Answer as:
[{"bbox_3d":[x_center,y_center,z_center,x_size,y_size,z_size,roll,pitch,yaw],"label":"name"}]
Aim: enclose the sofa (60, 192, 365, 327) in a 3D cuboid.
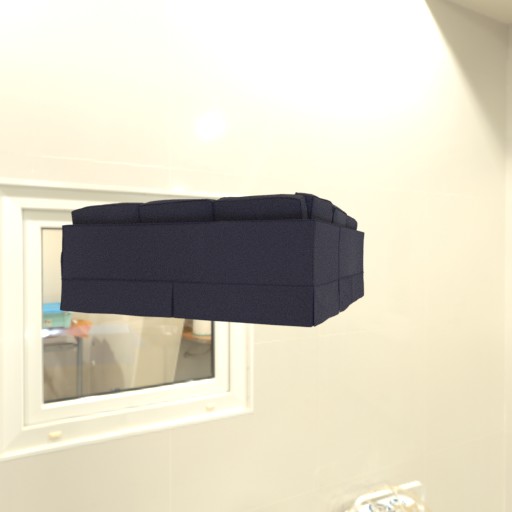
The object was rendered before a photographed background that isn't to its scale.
[{"bbox_3d":[0.000,0.000,5.017,3.773,1.169,2.874,-1,1,-37],"label":"sofa"}]
